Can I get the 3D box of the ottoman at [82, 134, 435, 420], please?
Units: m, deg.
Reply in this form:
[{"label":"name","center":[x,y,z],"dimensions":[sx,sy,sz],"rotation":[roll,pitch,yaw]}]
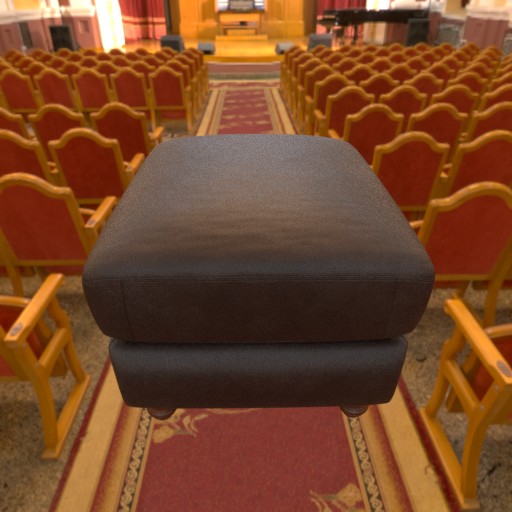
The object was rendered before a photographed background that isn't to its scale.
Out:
[{"label":"ottoman","center":[0.000,0.000,1.229],"dimensions":[0.670,0.569,0.806],"rotation":[0,31,-1]}]
